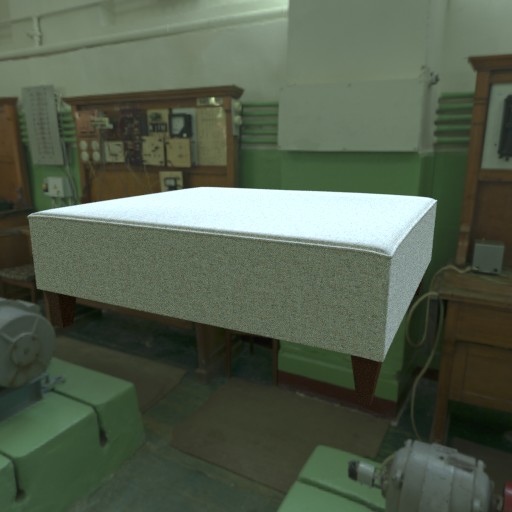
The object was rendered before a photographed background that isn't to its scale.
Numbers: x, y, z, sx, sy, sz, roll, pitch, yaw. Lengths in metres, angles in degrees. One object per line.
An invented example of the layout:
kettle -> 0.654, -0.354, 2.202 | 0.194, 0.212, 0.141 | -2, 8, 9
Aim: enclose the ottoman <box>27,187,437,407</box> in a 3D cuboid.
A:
ottoman -> 0.000, 0.000, 1.204 | 0.835, 0.303, 0.736 | 7, 16, 26
